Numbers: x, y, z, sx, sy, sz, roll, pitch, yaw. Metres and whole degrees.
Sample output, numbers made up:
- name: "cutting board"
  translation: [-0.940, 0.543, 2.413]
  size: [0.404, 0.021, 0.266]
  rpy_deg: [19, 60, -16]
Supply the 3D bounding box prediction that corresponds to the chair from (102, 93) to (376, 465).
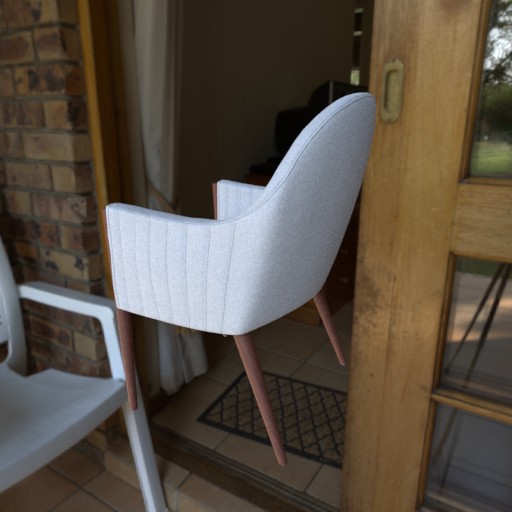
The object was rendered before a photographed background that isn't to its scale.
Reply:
- name: "chair"
  translation: [0.000, 0.000, 1.308]
  size: [0.620, 0.889, 0.610]
  rpy_deg: [8, 19, 26]
